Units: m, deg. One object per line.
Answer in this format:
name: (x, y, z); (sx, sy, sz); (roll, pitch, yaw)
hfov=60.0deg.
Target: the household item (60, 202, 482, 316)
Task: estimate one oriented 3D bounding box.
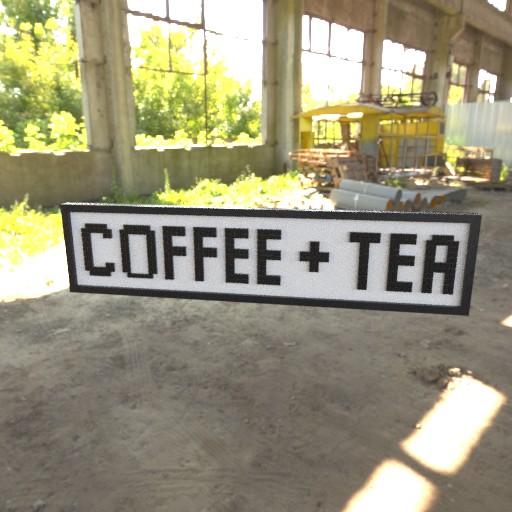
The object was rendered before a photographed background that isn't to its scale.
household item: (0.000, 0.000, 1.087); (1.001, 0.236, 0.030); (2, 15, 9)
